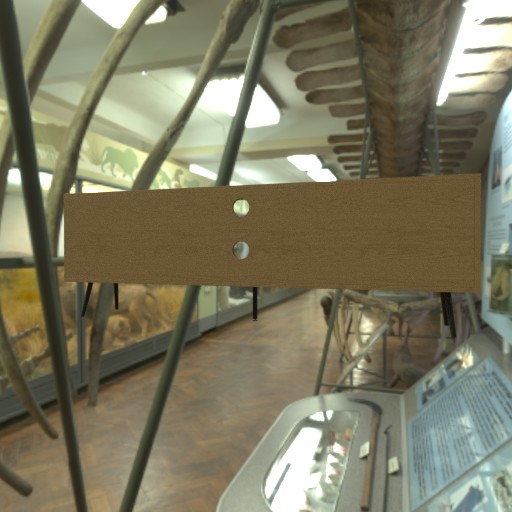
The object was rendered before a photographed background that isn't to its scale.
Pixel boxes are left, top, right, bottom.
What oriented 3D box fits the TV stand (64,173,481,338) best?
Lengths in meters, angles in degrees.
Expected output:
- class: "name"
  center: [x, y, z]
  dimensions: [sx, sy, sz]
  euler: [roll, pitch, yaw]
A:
- class: "TV stand"
  center: [0.000, 0.000, 1.992]
  dimensions: [1.760, 0.580, 0.400]
  euler: [0, 1, 18]
